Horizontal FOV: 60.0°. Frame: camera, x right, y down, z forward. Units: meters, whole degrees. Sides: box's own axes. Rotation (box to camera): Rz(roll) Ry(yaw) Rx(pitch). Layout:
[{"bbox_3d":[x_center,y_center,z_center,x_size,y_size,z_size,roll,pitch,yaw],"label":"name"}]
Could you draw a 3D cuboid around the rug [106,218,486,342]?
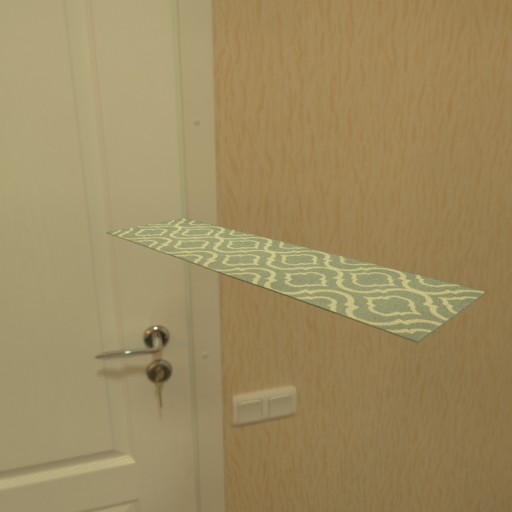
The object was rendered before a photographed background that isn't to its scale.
[{"bbox_3d":[0.000,0.000,2.545,2.275,0.009,0.684,16,23,43],"label":"rug"}]
